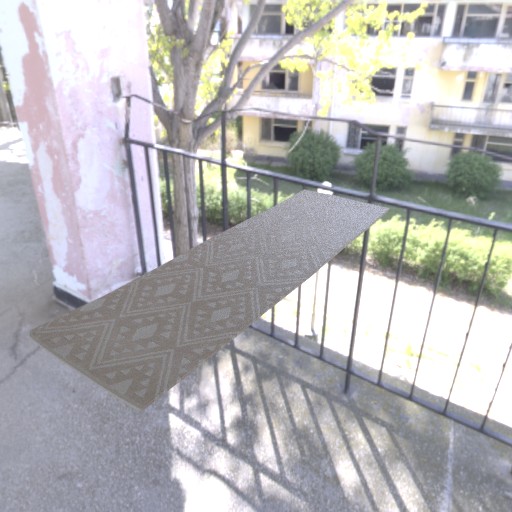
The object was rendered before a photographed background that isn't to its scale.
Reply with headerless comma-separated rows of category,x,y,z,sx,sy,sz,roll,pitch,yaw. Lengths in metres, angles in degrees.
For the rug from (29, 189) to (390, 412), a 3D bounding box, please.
rug,0.000,0.000,2.655,0.752,0.051,2.452,18,33,31
